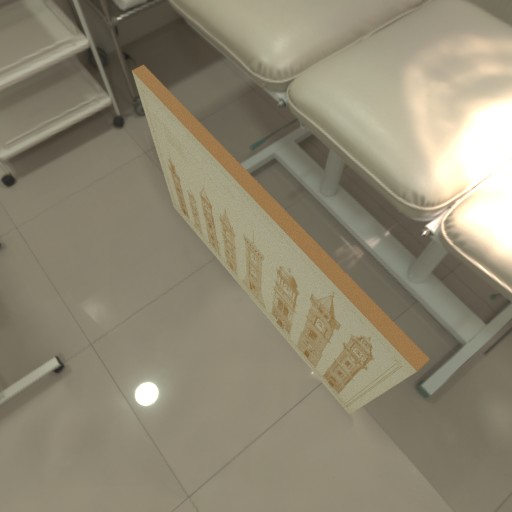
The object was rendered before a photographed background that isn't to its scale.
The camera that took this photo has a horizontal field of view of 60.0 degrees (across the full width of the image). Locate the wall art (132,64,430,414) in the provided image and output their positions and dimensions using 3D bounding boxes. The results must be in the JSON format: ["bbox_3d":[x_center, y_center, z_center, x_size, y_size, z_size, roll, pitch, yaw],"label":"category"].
[{"bbox_3d":[0.000,0.000,1.185,0.033,0.608,0.915,-36,69,-16],"label":"wall art"}]
